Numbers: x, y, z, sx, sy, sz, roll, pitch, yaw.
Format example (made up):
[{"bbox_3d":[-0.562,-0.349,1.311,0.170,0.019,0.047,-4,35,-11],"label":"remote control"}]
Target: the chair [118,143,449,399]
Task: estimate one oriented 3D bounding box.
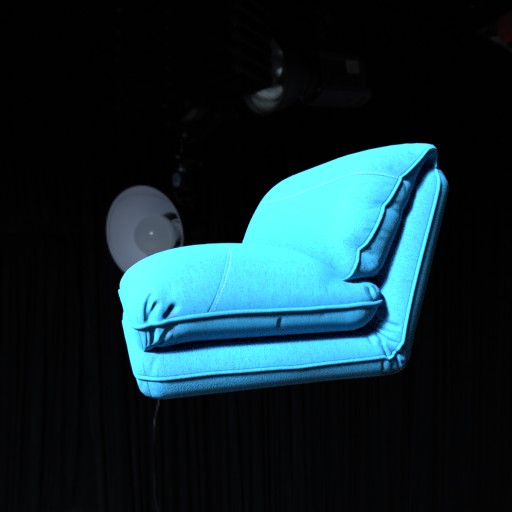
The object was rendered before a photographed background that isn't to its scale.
[{"bbox_3d":[0.000,0.000,1.340,0.780,0.580,0.820,0,1,-19],"label":"chair"}]
